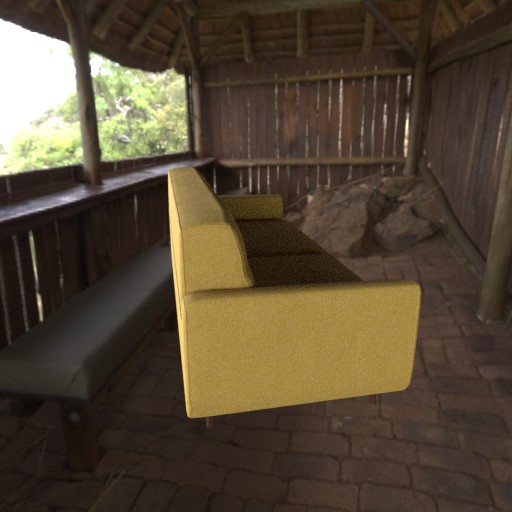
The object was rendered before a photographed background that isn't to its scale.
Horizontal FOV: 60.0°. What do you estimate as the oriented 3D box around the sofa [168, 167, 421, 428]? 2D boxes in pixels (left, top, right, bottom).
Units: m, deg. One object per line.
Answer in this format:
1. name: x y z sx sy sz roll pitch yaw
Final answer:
1. sofa: 0.000 0.000 2.493 0.909 0.841 2.029 -4 18 -11
